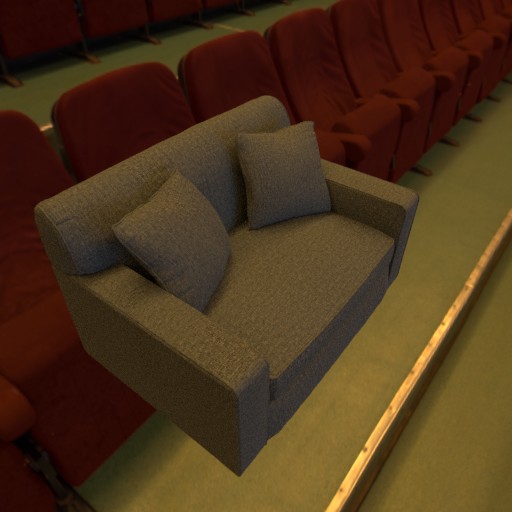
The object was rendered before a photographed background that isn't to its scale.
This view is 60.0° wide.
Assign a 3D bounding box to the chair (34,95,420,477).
[{"bbox_3d":[0.000,0.000,2.017,1.000,0.948,1.383,27,47,28],"label":"chair"}]
